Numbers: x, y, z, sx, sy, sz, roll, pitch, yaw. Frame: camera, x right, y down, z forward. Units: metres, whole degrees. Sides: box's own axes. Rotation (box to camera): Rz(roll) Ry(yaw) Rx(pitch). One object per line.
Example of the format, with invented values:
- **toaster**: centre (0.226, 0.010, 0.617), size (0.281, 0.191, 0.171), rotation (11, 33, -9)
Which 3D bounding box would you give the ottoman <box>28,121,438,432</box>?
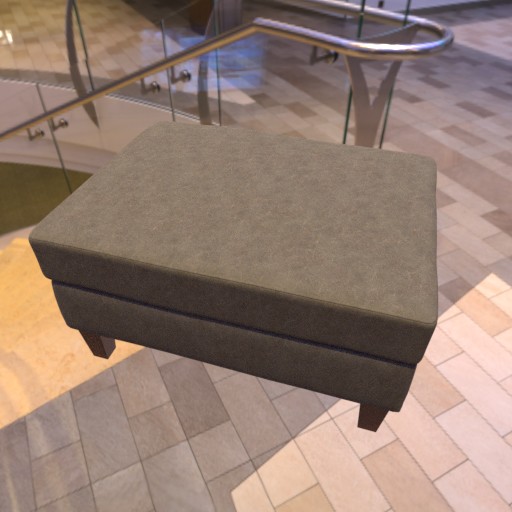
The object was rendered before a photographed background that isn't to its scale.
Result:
- **ottoman**: centre (0.000, 0.000, 1.195), size (0.839, 0.464, 0.639), rotation (11, 42, 13)
